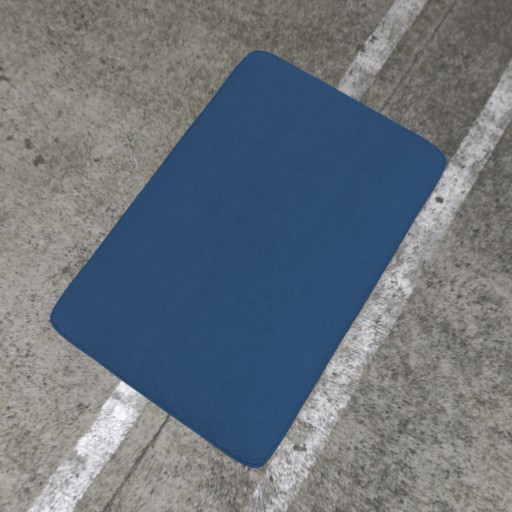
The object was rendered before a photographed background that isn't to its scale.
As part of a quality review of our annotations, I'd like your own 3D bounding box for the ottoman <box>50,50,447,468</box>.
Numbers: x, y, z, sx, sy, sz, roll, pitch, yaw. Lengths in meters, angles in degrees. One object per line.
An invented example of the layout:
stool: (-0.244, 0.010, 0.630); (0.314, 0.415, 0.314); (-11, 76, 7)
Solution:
ottoman: (0.000, 0.000, 1.210); (0.583, 0.484, 0.862); (33, 79, 7)
